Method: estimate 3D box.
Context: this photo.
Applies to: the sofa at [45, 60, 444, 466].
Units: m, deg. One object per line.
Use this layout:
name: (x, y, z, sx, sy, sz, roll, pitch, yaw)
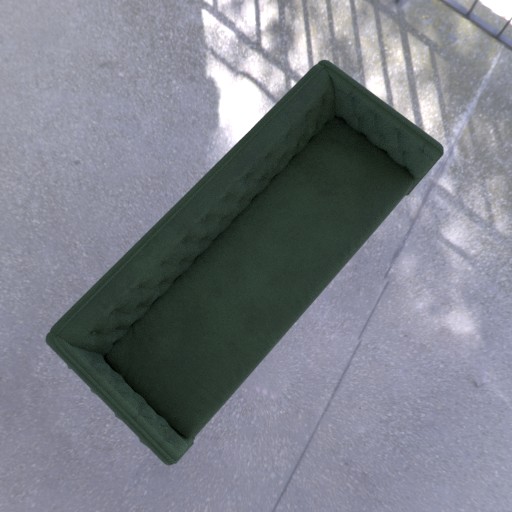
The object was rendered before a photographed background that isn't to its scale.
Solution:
sofa: (0.000, 0.000, 2.646, 0.895, 0.771, 2.209, 41, 79, 10)
